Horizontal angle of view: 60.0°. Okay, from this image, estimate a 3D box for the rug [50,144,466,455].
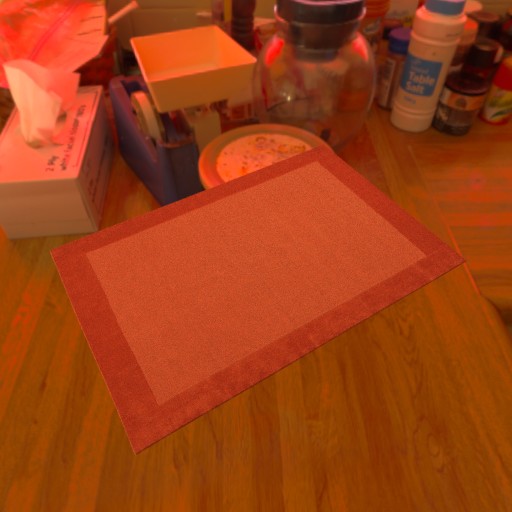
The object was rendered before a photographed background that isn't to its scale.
[{"bbox_3d":[0.000,0.000,2.331,1.829,0.014,1.219,-25,53,-20],"label":"rug"}]
